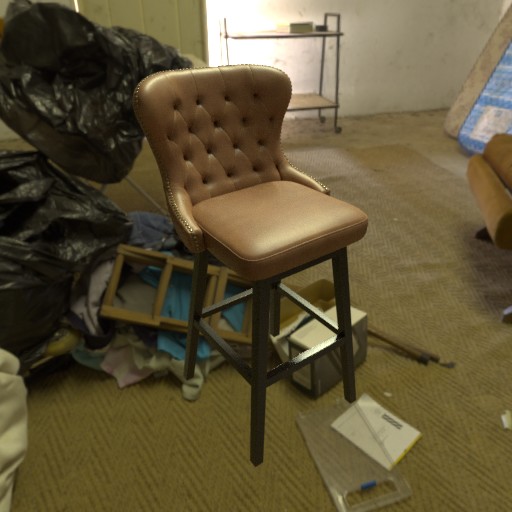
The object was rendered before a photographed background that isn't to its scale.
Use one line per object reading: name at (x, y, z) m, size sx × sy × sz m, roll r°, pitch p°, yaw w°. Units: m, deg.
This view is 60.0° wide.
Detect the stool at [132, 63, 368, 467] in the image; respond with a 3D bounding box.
stool at (0.000, 0.000, 1.398) m, size 0.528 × 1.050 × 0.601 m, roll -20°, pitch 36°, yaw -30°
